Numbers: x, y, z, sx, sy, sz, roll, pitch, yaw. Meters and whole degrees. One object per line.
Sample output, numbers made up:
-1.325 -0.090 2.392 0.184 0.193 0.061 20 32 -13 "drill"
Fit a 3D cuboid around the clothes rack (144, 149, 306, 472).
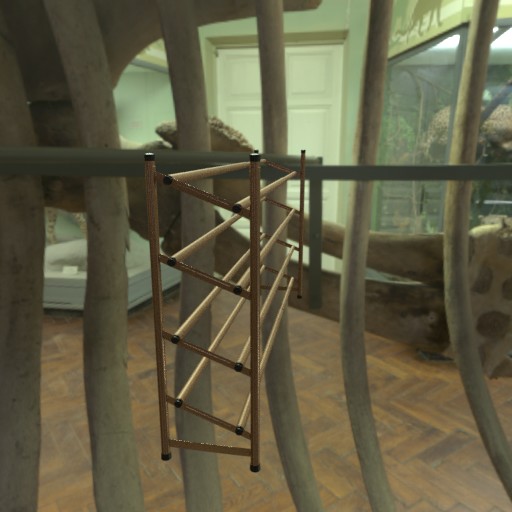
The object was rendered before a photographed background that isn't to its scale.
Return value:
0.000 0.000 1.453 0.229 0.672 1.168 3 14 10 "clothes rack"
